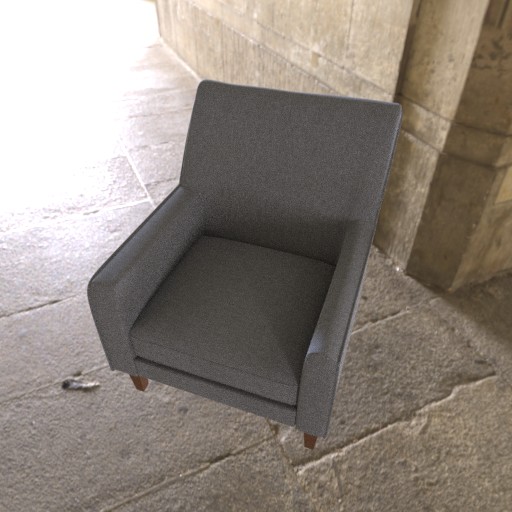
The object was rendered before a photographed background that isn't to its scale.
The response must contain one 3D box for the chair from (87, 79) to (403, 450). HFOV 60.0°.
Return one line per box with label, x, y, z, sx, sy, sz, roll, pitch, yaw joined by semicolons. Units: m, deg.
chair;0.000;0.000;1.599;0.780;0.919;0.899;13;42;15
